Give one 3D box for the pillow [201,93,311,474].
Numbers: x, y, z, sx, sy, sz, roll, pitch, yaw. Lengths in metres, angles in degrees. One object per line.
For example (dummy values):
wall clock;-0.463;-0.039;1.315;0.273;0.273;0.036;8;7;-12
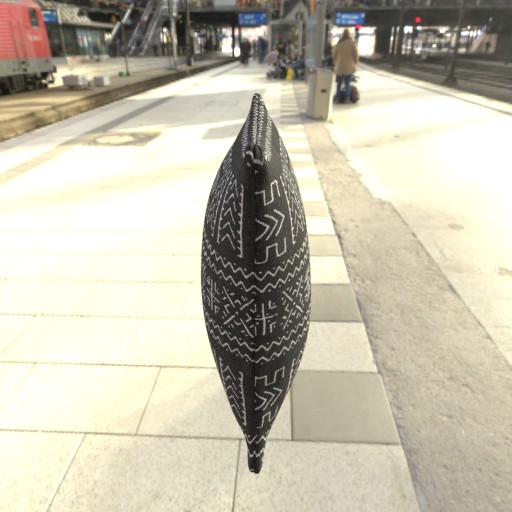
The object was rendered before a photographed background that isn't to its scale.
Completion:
pillow;0.000;0.000;0.677;0.164;0.430;0.438;0;26;1
